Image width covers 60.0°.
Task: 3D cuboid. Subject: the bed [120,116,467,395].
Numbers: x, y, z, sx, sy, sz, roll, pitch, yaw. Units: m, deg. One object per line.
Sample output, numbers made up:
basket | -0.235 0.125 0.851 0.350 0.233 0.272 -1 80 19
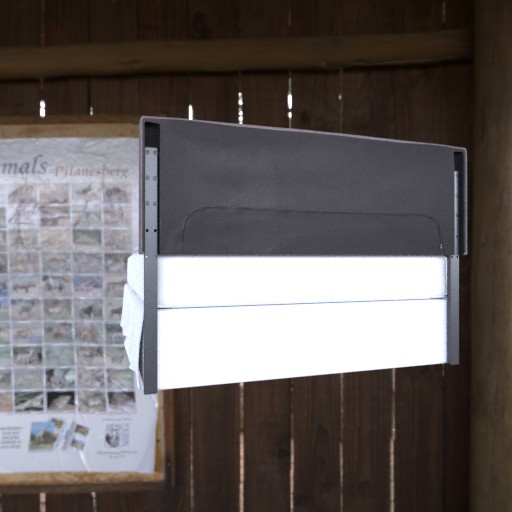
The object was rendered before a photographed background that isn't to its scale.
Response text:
bed | 0.000 0.000 2.833 1.610 1.089 1.894 0 0 -19
